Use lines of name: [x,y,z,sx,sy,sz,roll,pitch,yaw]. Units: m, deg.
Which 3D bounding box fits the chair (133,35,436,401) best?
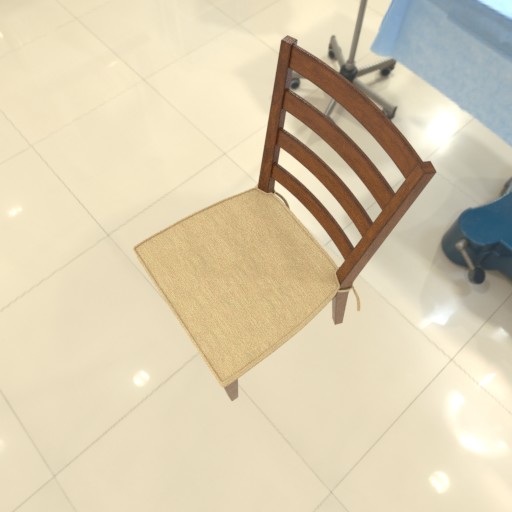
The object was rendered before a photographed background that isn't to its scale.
chair: [0.000,0.000,1.356,0.595,0.979,0.593,-32,68,-15]
